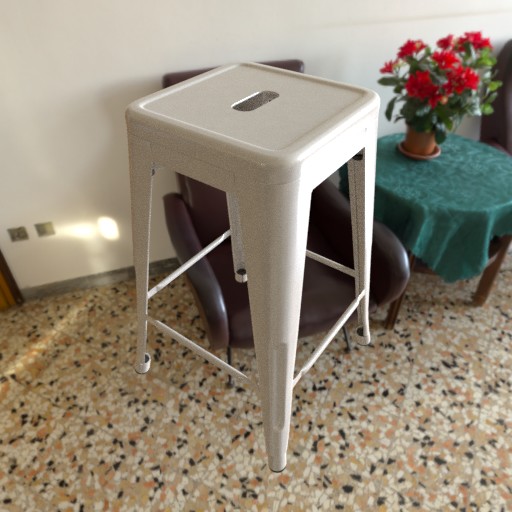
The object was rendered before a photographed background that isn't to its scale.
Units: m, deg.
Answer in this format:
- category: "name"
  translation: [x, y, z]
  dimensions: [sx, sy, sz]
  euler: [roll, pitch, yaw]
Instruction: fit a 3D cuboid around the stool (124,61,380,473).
- category: "stool"
  translation: [0.000, 0.000, 0.853]
  dimensions: [0.406, 0.610, 0.406]
  euler: [25, 46, 27]
